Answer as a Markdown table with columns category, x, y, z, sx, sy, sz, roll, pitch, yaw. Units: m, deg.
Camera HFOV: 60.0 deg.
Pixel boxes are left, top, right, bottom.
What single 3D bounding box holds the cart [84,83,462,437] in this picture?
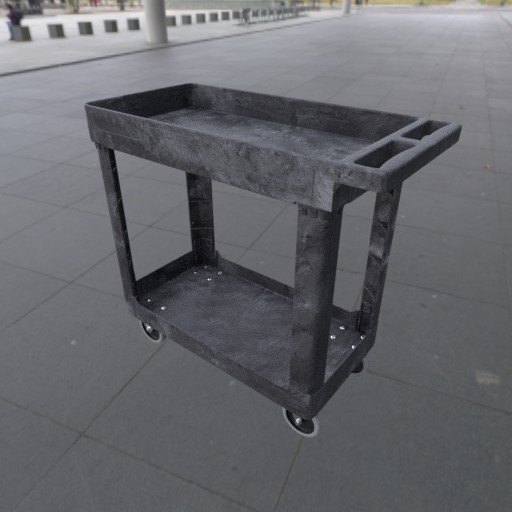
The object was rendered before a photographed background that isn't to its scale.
| category | x | y | z | sx | sy | sz | roll | pitch | yaw |
| --- | --- | --- | --- | --- | --- | --- | --- | --- | --- |
| cart | 0.000 | 0.000 | 1.304 | 0.877 | 0.824 | 0.420 | 22 | 37 | 32 |
